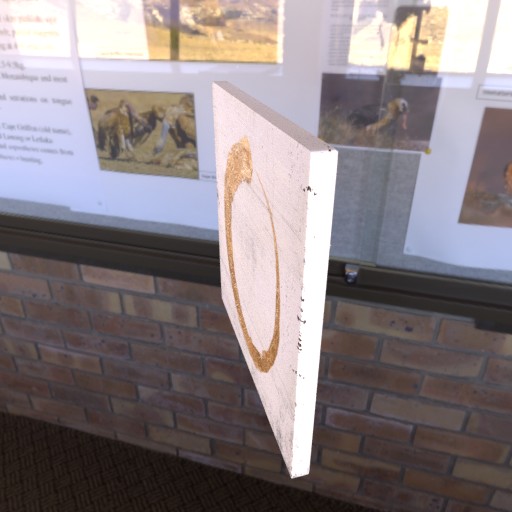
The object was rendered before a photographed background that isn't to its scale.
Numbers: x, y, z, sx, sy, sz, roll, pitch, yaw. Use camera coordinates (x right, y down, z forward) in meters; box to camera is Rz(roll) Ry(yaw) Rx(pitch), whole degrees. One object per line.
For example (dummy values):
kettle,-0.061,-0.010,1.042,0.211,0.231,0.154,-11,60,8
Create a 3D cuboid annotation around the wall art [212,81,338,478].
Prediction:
wall art,0.000,0.000,0.928,0.040,0.611,0.610,-8,30,-14
